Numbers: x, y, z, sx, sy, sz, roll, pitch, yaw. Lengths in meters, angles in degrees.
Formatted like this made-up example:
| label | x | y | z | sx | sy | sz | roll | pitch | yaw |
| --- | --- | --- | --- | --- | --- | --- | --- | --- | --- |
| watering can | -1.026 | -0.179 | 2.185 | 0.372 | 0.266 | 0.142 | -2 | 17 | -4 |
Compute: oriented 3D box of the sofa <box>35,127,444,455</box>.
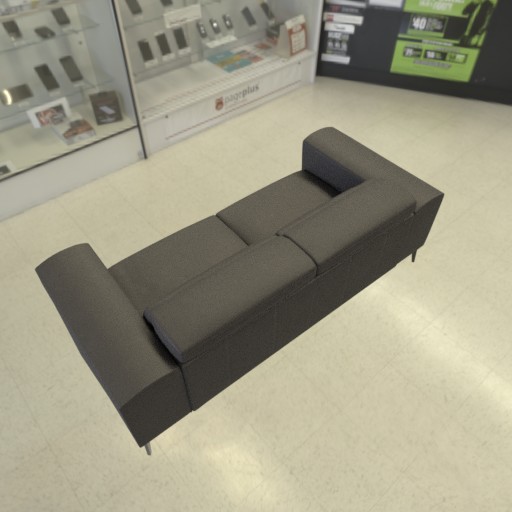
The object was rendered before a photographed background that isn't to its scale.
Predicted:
| label | x | y | z | sx | sy | sz | roll | pitch | yaw |
| --- | --- | --- | --- | --- | --- | --- | --- | --- | --- |
| sofa | 0.000 | 0.000 | 2.819 | 2.330 | 0.814 | 1.048 | -30 | 55 | -25 |
